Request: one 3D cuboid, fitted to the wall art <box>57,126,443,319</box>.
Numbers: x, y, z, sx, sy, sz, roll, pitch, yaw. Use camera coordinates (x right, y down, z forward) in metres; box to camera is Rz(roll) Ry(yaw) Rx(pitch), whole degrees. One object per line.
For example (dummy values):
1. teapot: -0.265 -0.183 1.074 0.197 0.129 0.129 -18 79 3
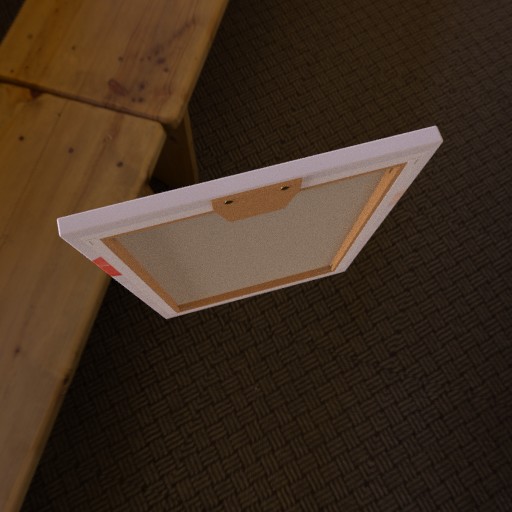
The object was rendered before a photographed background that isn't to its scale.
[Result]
1. wall art: 0.000 0.000 1.334 0.759 1.014 0.045 -15 74 -4
